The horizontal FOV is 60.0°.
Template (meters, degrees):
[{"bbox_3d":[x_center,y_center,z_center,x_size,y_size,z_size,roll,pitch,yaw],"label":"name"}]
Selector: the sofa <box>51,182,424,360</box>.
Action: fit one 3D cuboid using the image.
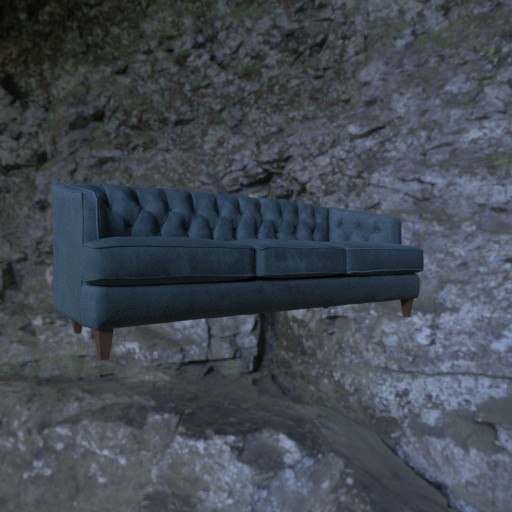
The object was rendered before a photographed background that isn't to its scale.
[{"bbox_3d":[0.000,0.000,2.755,2.278,0.855,0.941,0,0,-37],"label":"sofa"}]
